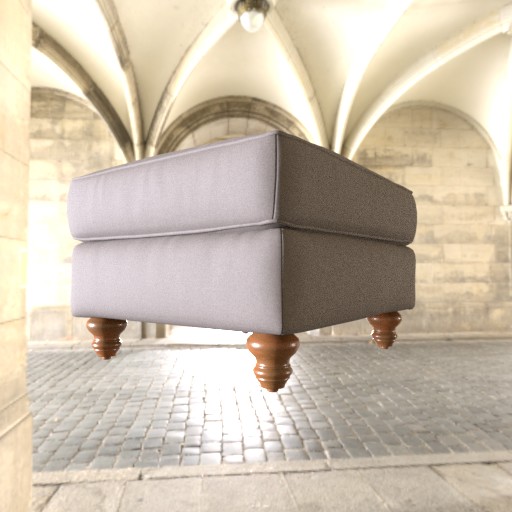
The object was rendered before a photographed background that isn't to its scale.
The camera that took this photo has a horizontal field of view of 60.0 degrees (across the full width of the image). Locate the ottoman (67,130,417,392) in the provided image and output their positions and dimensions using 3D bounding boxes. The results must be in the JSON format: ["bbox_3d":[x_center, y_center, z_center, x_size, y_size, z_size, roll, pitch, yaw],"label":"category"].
[{"bbox_3d":[0.000,0.000,1.159,0.662,0.505,0.721,-2,-3,37],"label":"ottoman"}]
